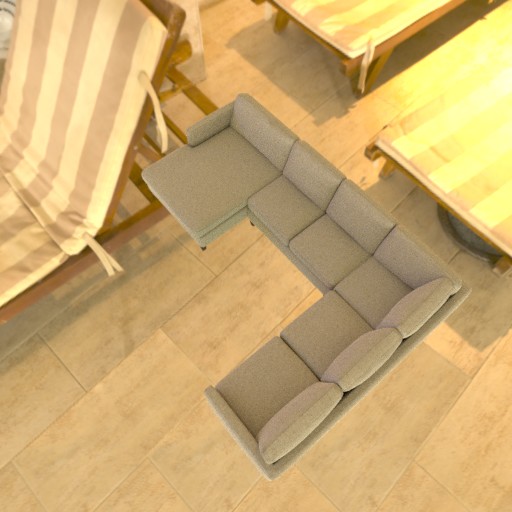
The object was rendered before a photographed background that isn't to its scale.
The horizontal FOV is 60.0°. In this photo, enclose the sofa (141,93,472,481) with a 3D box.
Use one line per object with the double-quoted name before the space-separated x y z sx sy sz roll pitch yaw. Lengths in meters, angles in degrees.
"sofa" 0.000 0.000 4.669 2.593 0.959 3.460 -37 68 -17
